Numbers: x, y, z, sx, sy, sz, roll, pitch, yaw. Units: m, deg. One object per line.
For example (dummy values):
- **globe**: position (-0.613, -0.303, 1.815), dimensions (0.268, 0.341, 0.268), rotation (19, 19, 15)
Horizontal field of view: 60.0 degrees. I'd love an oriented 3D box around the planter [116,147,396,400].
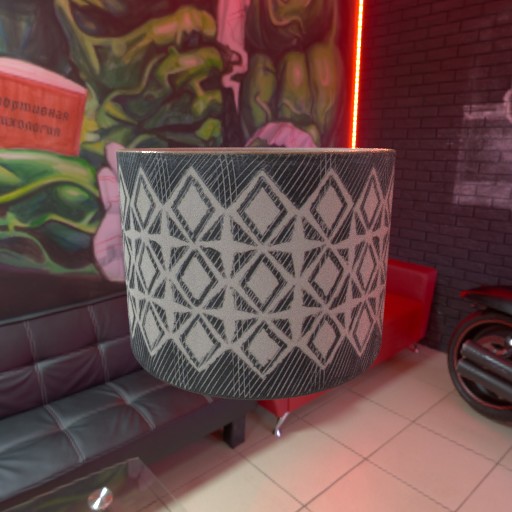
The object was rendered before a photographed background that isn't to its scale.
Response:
- **planter**: position (0.000, 0.000, 0.222), dimensions (0.126, 0.104, 0.126), rotation (0, 14, 0)
